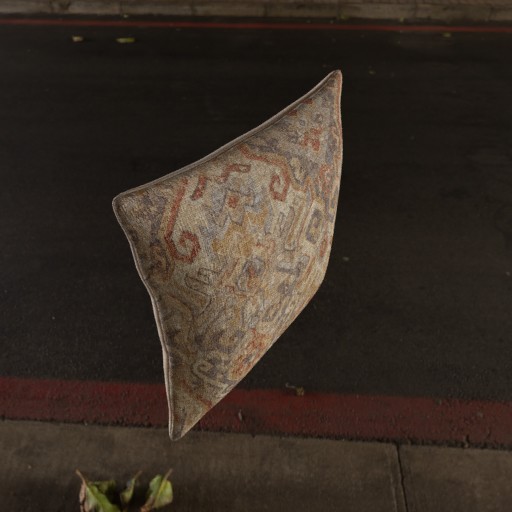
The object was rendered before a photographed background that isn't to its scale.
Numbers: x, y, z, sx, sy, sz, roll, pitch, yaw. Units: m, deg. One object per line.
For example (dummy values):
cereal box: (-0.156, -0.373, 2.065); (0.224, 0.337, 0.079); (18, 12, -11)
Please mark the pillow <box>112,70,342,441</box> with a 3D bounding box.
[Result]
pillow: (0.000, 0.000, 0.789); (0.166, 0.506, 0.523); (25, 47, 26)
